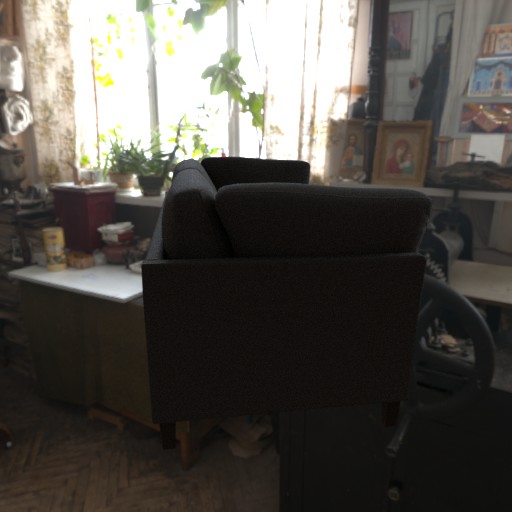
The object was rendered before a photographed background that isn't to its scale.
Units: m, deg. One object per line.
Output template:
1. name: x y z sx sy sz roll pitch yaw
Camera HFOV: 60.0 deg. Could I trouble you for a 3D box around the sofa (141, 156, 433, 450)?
1. sofa: 0.000 0.000 2.285 0.969 0.920 1.751 -2 16 -8
